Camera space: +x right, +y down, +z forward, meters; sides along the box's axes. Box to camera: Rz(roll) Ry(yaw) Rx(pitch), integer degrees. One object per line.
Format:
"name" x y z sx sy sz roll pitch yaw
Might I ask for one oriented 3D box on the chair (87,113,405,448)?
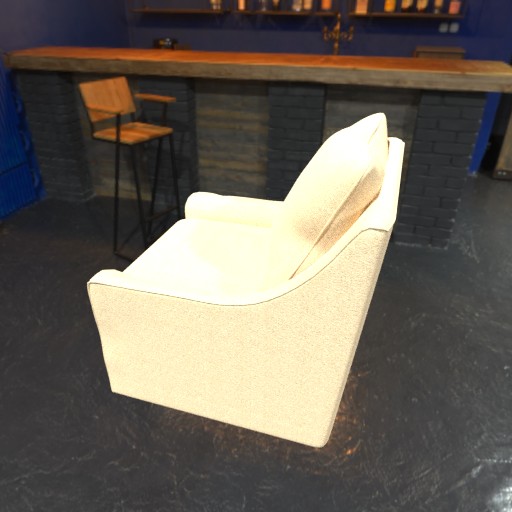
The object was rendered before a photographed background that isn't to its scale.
"chair" 0.000 0.000 1.569 0.876 0.927 0.760 9 31 15
